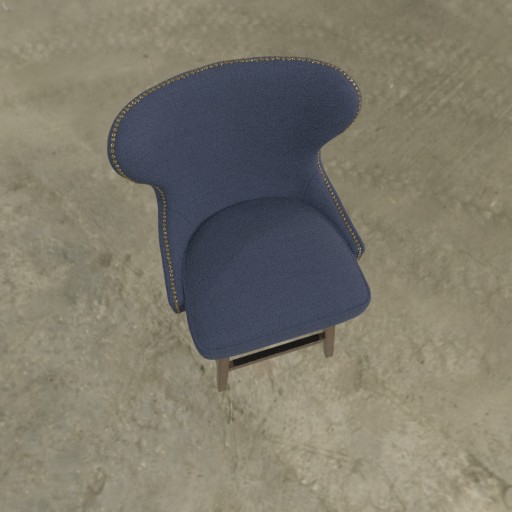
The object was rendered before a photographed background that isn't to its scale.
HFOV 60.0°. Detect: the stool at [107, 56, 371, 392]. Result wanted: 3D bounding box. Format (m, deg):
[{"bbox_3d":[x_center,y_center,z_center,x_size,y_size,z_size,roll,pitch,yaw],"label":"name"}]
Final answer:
[{"bbox_3d":[0.000,0.000,1.356,0.615,0.972,0.597,-16,64,-8],"label":"stool"}]
